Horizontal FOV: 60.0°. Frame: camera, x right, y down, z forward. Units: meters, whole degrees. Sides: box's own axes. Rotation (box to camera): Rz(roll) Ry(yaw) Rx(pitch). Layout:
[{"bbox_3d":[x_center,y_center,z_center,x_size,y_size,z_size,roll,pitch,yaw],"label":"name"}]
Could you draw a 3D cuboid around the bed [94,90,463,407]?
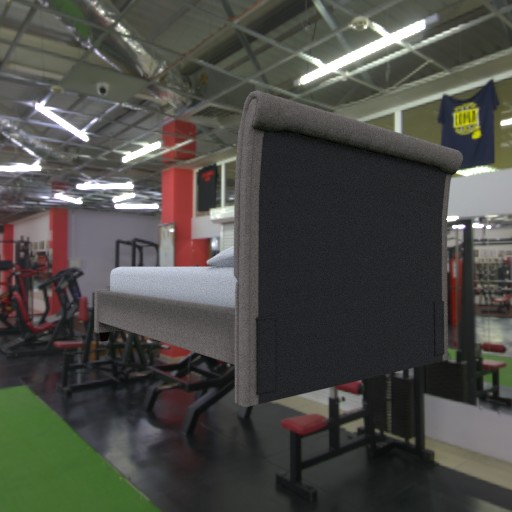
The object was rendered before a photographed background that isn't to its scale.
[{"bbox_3d":[0.000,0.000,3.234,1.645,1.371,2.252,1,-2,-37],"label":"bed"}]
